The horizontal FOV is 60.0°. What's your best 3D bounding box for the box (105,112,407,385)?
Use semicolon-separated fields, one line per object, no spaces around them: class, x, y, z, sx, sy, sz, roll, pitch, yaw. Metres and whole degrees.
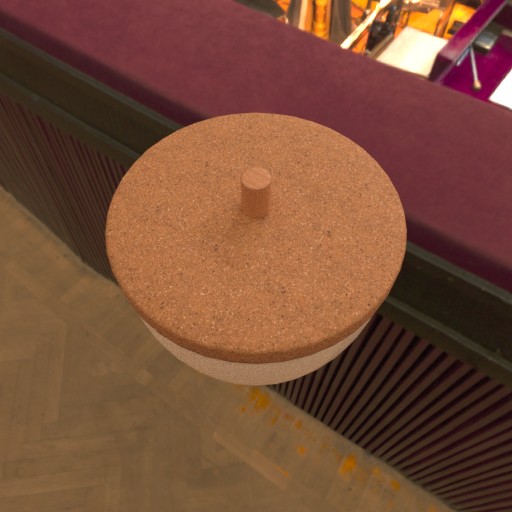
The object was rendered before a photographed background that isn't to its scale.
box;0.000;0.000;0.184;0.107;0.094;0.107;0;57;0
